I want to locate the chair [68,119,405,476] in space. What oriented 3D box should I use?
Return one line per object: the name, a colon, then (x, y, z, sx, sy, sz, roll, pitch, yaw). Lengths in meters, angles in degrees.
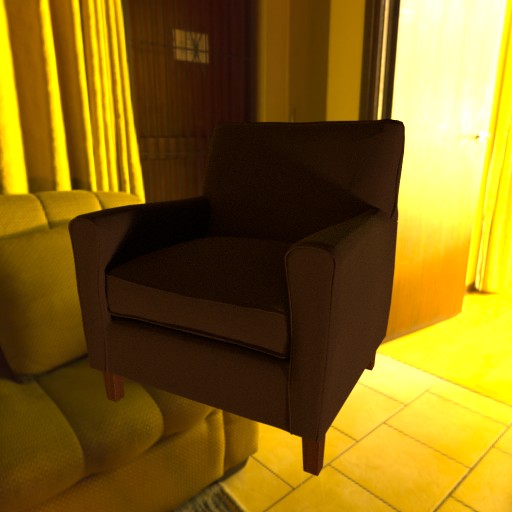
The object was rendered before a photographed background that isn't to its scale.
chair: (0.000, 0.000, 1.521, 0.836, 0.911, 0.831, 8, 17, 27)
